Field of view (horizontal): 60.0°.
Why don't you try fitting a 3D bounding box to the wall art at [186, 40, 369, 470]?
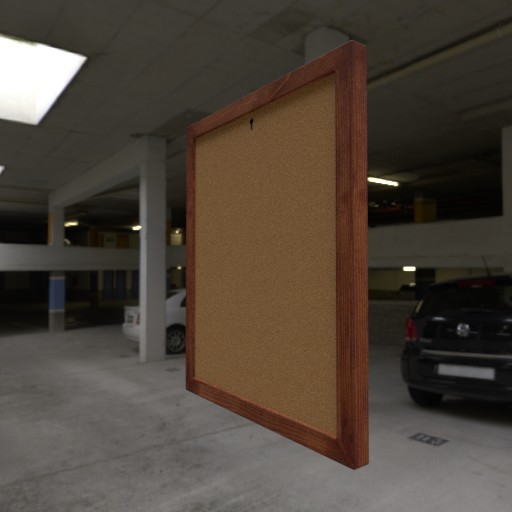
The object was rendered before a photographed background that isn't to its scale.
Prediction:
[{"bbox_3d":[0.000,0.000,0.767,0.030,0.558,0.462,1,-2,-37],"label":"wall art"}]
